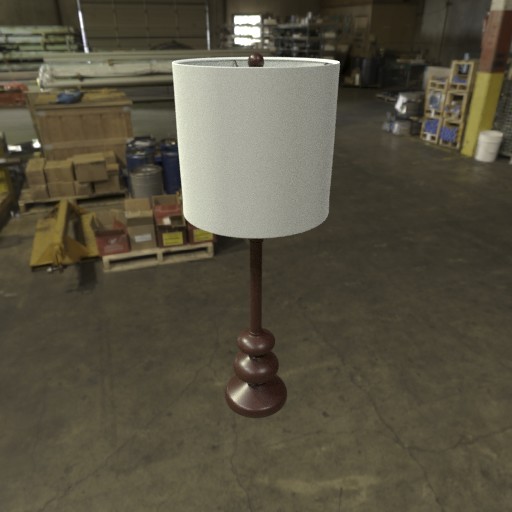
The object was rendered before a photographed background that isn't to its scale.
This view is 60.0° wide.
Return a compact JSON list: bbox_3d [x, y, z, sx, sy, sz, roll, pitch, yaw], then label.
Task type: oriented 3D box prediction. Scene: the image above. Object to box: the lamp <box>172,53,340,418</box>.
[{"bbox_3d":[0.000,0.000,0.827,0.254,0.690,0.254,-9,28,-16],"label":"lamp"}]
